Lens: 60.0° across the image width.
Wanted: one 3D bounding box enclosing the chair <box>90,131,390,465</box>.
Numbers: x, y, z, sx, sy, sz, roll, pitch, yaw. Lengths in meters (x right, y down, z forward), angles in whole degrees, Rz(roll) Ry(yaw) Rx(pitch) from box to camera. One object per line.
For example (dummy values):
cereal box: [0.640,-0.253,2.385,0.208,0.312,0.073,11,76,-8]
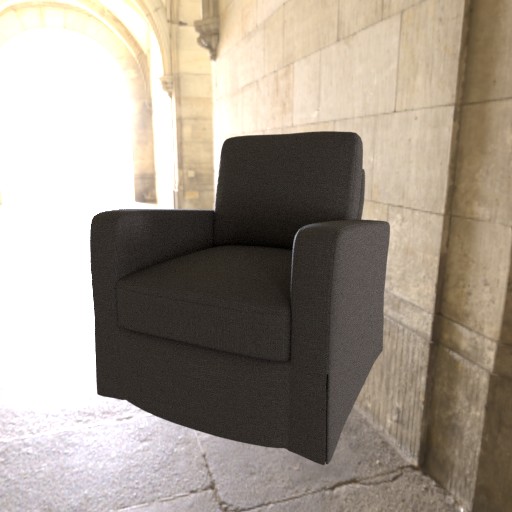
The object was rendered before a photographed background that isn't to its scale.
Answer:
chair: [0.000,0.000,1.546,0.798,0.855,0.863,6,15,25]
